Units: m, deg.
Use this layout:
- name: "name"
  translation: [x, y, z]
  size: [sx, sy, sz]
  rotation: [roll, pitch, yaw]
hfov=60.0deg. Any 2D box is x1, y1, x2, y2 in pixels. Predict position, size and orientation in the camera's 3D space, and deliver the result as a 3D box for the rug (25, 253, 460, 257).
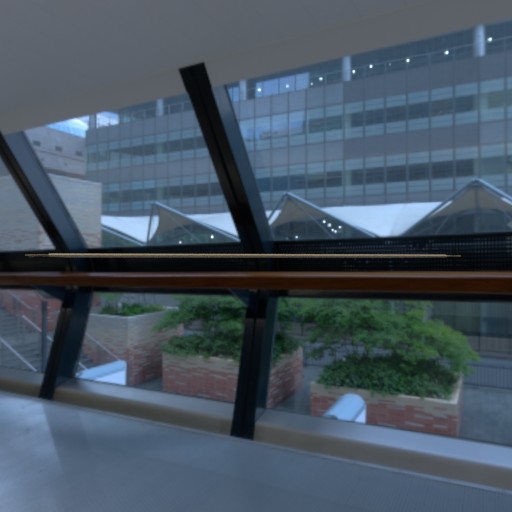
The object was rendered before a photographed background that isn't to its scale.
- name: "rug"
  translation: [0.000, 0.000, 2.708]
  size: [2.438, 0.021, 0.729]
  rotation: [0, 0, -18]
